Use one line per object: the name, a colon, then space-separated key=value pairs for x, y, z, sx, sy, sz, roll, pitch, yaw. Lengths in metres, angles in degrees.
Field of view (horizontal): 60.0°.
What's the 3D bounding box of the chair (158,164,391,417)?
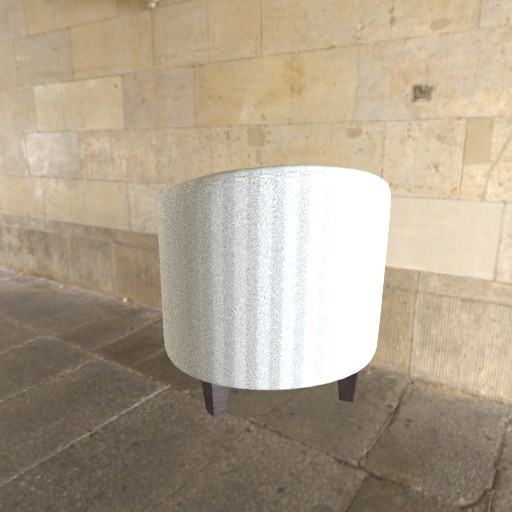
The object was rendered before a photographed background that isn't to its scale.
chair: x=0.000 y=0.000 z=1.792 sx=0.756 sy=0.757 sz=1.288 roll=-2 pitch=13 yaw=-10
